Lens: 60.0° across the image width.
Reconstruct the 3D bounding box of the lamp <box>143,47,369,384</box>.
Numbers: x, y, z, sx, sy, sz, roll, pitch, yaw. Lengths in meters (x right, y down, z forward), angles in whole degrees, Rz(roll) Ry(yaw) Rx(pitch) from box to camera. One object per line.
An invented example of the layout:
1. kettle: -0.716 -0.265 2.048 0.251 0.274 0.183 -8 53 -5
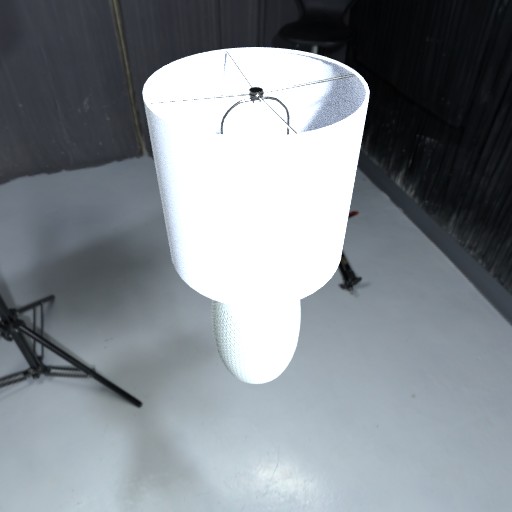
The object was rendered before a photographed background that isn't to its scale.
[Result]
1. lamp: 0.000 0.000 0.583 0.217 0.453 0.217 -13 44 -14
